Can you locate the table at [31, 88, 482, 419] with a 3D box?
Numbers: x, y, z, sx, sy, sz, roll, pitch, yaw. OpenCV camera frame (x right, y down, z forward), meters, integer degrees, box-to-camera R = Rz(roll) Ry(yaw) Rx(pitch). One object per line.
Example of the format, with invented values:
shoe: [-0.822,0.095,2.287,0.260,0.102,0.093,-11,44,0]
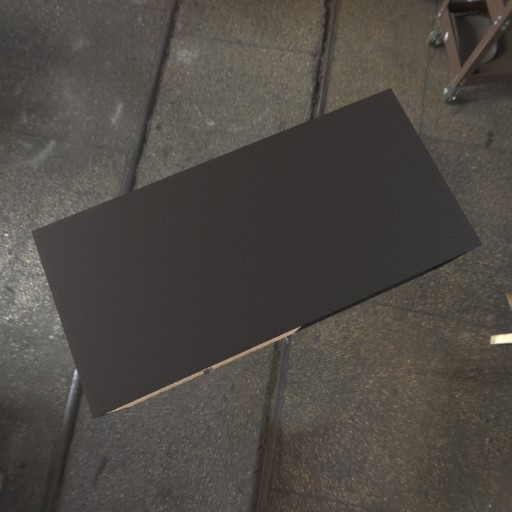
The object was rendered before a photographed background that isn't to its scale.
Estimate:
table: [0.000,0.000,1.389,1.100,0.400,0.550,-23,77,-6]
